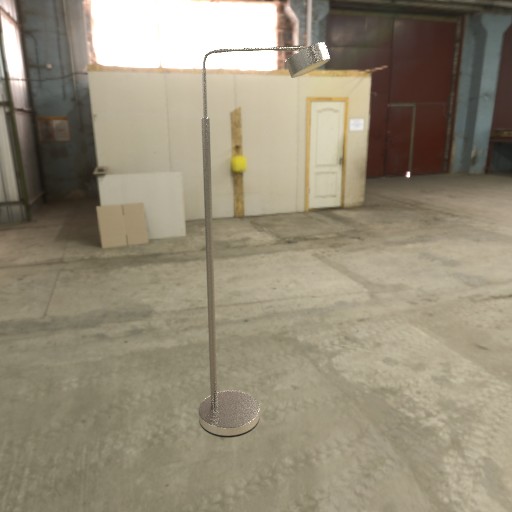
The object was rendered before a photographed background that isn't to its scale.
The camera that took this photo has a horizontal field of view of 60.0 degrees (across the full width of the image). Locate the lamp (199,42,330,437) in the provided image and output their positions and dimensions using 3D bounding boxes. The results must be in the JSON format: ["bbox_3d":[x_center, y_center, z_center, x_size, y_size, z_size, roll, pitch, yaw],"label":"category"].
[{"bbox_3d":[0.000,0.000,1.437,0.421,1.250,0.222,3,17,10],"label":"lamp"}]
